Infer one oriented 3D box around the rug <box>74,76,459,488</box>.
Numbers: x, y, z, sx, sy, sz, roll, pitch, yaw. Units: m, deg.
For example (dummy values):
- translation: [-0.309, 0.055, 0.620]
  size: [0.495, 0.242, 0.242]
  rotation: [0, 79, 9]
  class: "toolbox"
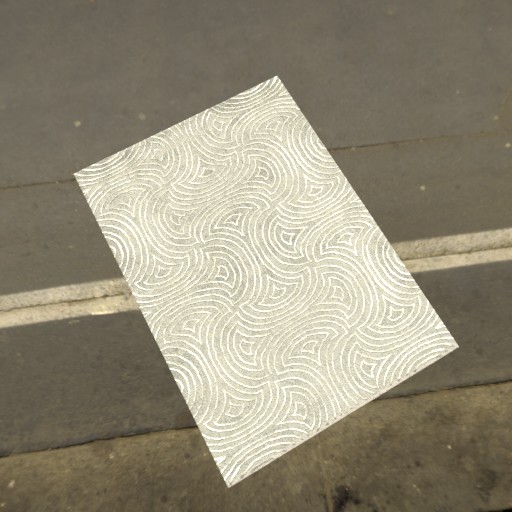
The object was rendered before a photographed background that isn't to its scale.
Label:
- translation: [0.000, 0.000, 2.761]
  size: [1.543, 0.015, 2.144]
  rotation: [-28, 76, -8]
  class: "rug"
